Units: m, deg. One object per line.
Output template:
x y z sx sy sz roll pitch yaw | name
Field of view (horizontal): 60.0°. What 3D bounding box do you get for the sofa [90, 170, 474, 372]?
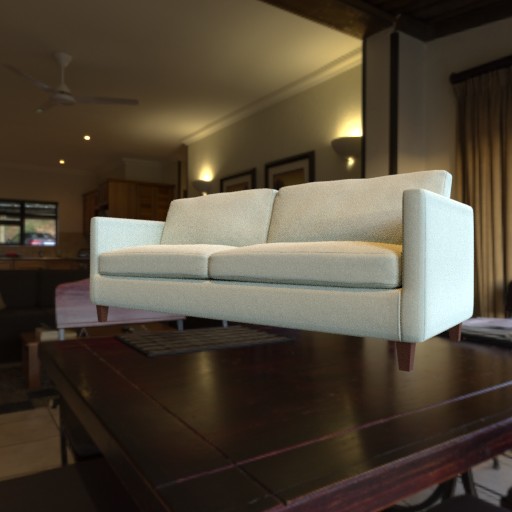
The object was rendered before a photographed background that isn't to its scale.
0.000 0.000 2.889 2.434 0.965 0.948 0 0 38 | sofa
